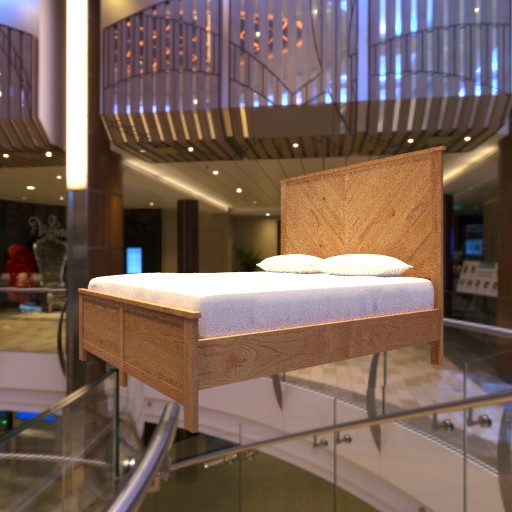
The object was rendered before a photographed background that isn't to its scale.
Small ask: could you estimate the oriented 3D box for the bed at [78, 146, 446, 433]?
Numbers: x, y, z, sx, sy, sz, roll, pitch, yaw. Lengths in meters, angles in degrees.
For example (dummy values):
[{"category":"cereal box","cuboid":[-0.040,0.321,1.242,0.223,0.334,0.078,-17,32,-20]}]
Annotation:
[{"category":"bed","cuboid":[0.000,0.000,4.051,2.530,1.938,2.225,0,0,-37]}]
